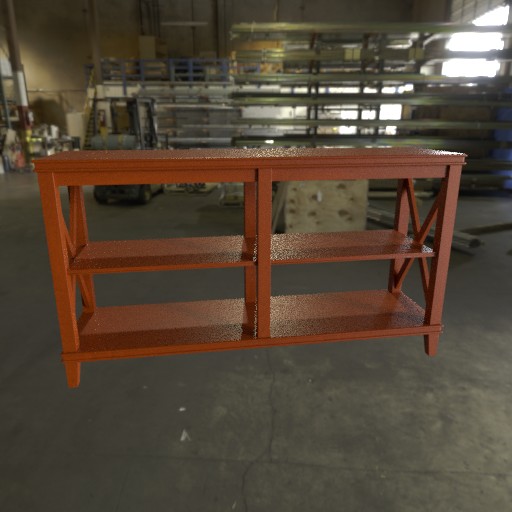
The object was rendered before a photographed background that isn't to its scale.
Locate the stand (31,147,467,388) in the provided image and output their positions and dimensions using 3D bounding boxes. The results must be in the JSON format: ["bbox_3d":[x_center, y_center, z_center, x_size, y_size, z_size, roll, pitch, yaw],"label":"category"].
[{"bbox_3d":[0.000,0.000,1.670,1.372,0.762,0.381,-3,18,-9],"label":"stand"}]
